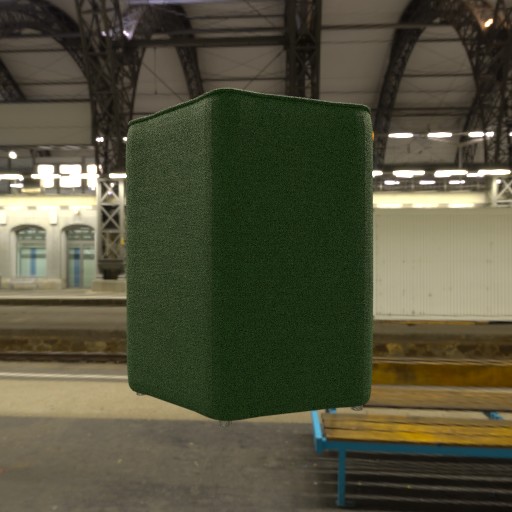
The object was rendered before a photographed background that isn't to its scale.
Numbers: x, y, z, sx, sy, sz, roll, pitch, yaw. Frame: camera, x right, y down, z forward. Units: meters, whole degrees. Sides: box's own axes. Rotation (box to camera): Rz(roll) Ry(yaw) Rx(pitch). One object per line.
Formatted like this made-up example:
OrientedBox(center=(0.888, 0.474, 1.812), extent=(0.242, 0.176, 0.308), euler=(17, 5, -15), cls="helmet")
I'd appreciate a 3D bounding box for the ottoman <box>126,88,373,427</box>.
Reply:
OrientedBox(center=(0.000, 0.000, 0.883), extent=(0.499, 0.507, 0.444), euler=(0, -1, -18), cls="ottoman")
